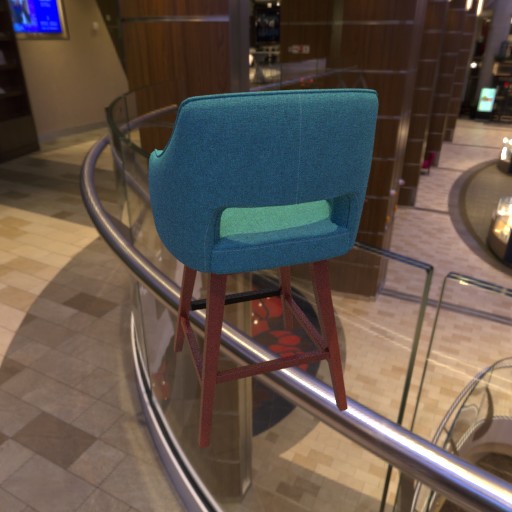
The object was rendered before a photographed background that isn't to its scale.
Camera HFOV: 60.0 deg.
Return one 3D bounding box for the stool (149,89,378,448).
[{"bbox_3d":[0.000,0.000,1.292,0.548,0.961,0.556,-8,28,-16],"label":"stool"}]
